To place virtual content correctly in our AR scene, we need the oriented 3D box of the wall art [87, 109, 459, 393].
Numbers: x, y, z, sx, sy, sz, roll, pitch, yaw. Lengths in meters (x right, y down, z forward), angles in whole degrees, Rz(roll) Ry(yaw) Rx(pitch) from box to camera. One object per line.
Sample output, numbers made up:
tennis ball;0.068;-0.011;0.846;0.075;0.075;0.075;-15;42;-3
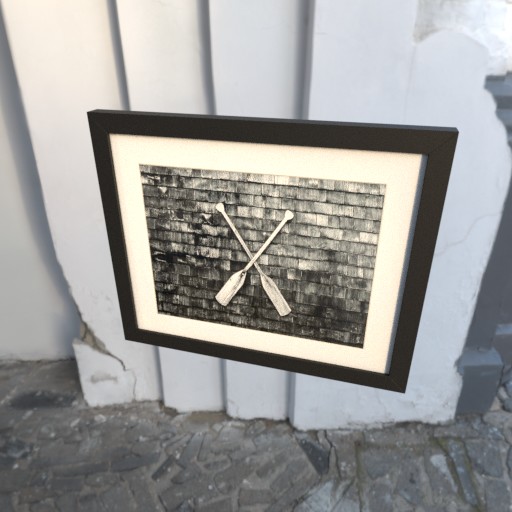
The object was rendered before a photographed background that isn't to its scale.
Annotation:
wall art;0.000;0.000;0.761;0.558;0.457;0.029;7;28;14
